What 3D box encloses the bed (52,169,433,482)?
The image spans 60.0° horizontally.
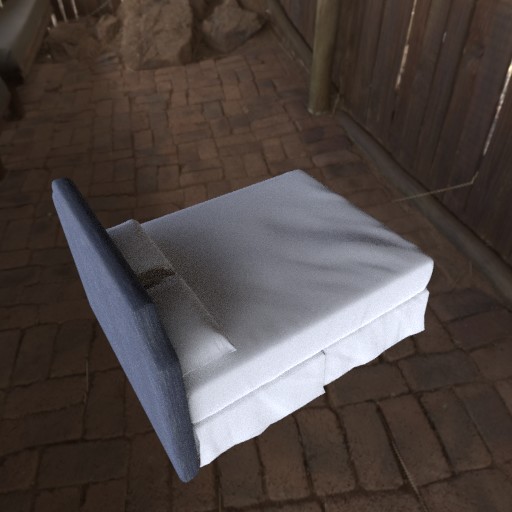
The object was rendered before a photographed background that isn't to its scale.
[{"bbox_3d":[0.000,0.000,3.098,2.116,1.290,1.693,-23,46,-25],"label":"bed"}]
